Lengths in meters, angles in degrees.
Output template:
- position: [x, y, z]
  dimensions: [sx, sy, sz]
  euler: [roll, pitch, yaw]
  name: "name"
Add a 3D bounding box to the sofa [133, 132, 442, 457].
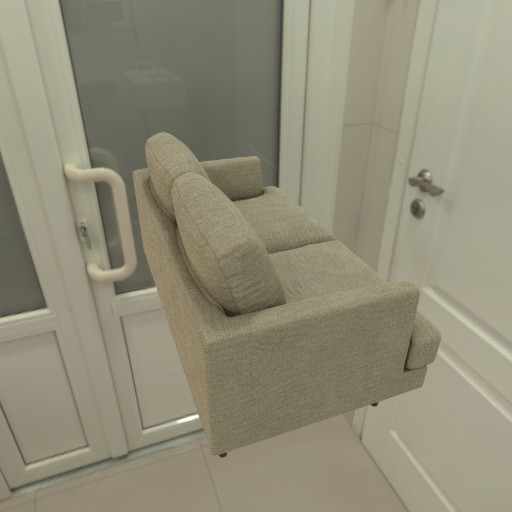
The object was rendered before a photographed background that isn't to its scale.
- position: [0.000, 0.000, 2.114]
  dimensions: [0.903, 0.944, 1.582]
  euler: [-11, 32, -18]
  name: "sofa"
